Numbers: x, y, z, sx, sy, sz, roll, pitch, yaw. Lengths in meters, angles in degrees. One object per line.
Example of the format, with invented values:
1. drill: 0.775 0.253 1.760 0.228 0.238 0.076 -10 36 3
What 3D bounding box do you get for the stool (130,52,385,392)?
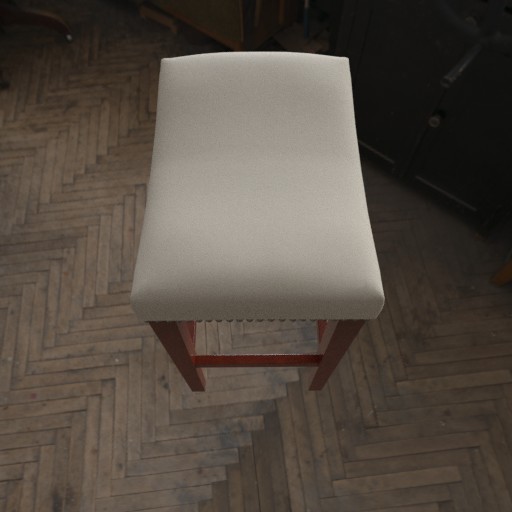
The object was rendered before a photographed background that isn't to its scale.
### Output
1. stool: 0.000 0.000 1.029 0.372 0.742 0.504 0 63 0
